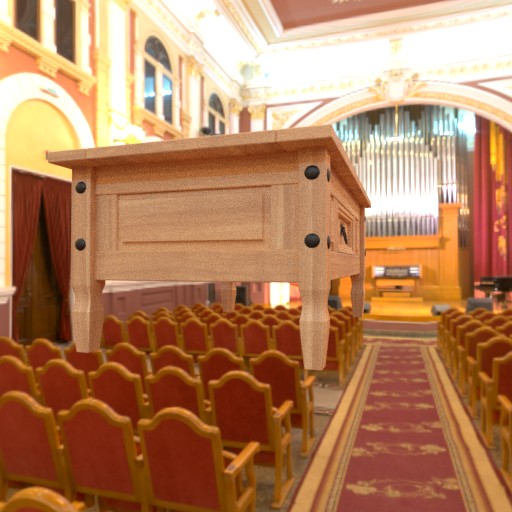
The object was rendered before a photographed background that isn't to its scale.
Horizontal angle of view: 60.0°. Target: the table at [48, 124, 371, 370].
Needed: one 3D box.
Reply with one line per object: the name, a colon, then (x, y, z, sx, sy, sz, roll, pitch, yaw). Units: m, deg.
table: (0.000, 0.000, 1.315, 0.600, 0.437, 1.000, 0, -1, 18)
